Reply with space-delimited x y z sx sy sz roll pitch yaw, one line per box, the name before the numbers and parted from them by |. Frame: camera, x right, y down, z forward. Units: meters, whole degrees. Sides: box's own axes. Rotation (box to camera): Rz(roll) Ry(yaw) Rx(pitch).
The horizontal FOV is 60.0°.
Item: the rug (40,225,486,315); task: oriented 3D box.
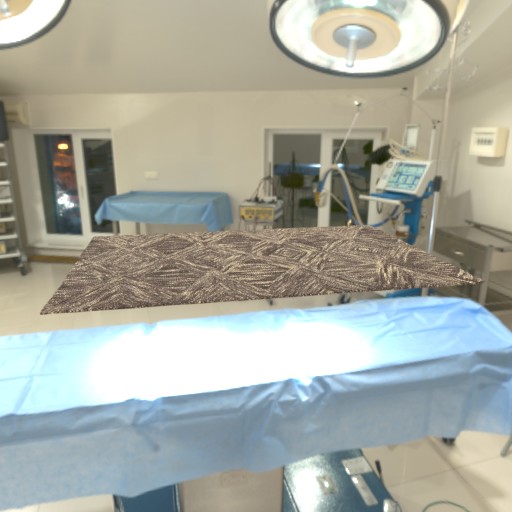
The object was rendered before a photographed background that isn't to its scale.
rug | 0.000 0.000 2.318 1.814 0.012 1.186 -3 16 -10
